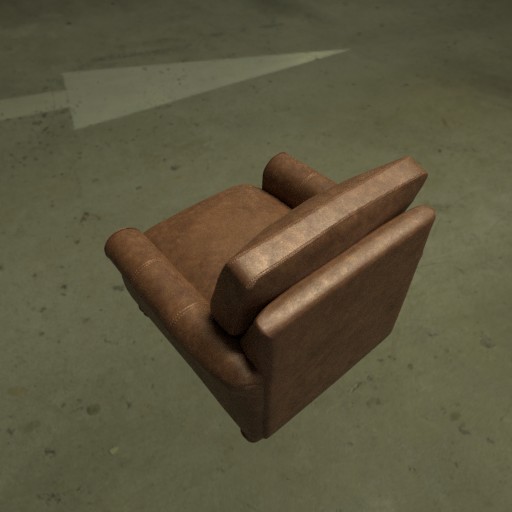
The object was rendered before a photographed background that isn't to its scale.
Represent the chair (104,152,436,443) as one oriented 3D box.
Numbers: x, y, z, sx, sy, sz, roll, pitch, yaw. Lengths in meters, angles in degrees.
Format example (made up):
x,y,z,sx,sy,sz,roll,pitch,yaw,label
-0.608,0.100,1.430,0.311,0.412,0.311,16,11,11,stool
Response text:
x,y,z,sx,sy,sz,roll,pitch,yaw,label
0.000,0.000,1.824,0.996,0.976,1.002,-31,54,-26,chair
